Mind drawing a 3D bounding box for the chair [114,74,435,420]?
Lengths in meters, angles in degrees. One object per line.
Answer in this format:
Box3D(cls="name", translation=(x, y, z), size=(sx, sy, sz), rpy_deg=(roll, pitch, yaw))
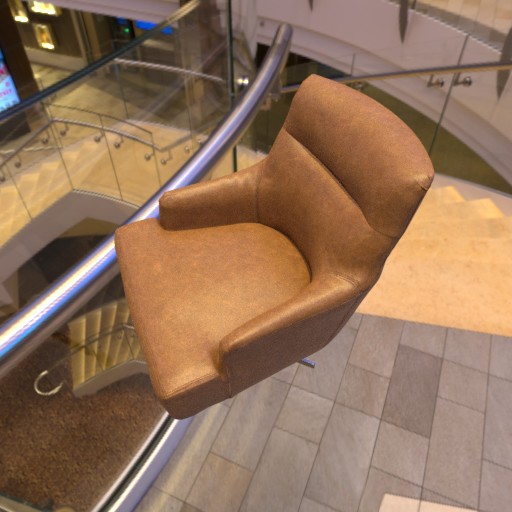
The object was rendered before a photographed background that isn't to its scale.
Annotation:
Box3D(cls="chair", translation=(0.000, 0.000, 1.472), size=(0.874, 0.869, 0.729), rpy_deg=(-17, 48, -16))
